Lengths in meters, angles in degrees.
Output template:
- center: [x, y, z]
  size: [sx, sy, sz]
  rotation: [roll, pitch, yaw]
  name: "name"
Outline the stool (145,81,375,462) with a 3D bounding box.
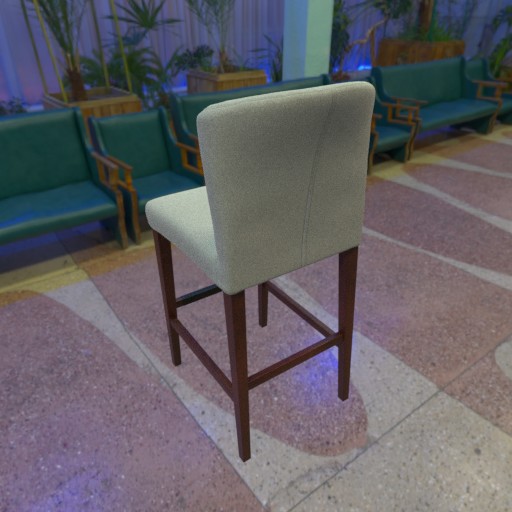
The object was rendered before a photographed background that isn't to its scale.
- center: [0.000, 0.000, 1.366]
  size: [0.479, 1.069, 0.568]
  rotation: [-19, 36, -29]
  name: "stool"
